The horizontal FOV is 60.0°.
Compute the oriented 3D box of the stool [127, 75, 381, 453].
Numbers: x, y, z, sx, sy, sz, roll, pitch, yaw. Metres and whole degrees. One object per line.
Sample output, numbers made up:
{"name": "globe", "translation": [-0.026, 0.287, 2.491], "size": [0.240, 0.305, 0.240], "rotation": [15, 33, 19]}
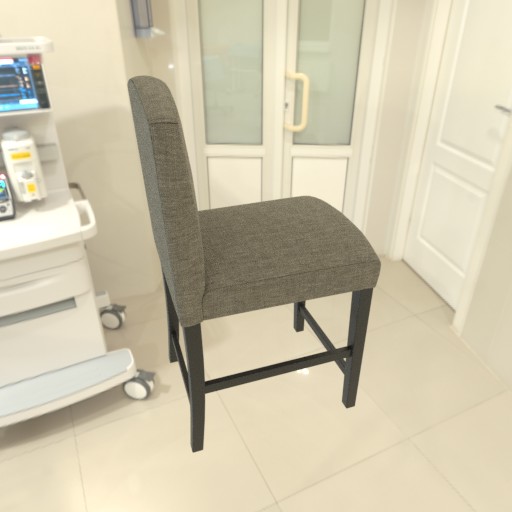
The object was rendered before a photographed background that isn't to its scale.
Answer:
{"name": "stool", "translation": [0.000, 0.000, 1.253], "size": [0.552, 0.966, 0.451], "rotation": [-10, 31, -16]}
